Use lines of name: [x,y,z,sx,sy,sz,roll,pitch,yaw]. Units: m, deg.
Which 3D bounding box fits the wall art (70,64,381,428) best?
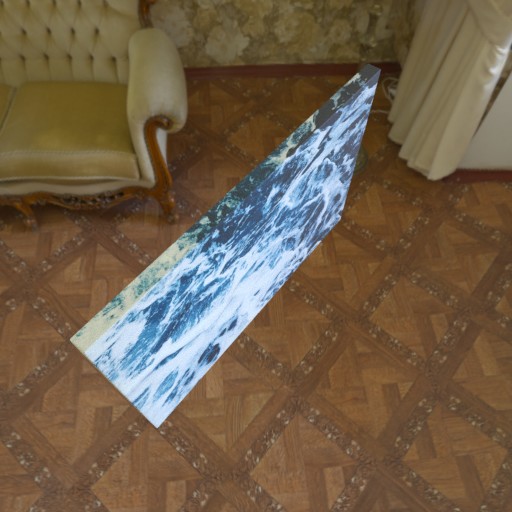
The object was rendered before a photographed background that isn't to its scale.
wall art: [0.000,0.000,1.150,0.042,0.610,0.915,34,64,19]
